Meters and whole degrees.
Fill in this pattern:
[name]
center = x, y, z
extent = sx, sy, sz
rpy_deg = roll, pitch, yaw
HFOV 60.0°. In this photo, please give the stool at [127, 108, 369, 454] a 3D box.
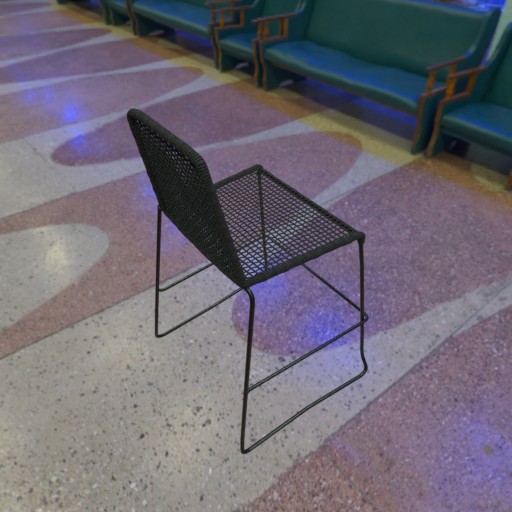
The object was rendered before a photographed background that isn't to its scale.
[stool]
center = 0.000, 0.000, 1.260
extent = 0.509, 0.905, 0.590
rpy_deg = -27, 48, -27
